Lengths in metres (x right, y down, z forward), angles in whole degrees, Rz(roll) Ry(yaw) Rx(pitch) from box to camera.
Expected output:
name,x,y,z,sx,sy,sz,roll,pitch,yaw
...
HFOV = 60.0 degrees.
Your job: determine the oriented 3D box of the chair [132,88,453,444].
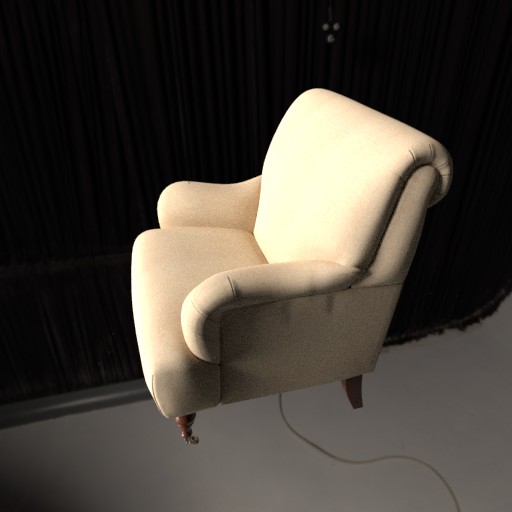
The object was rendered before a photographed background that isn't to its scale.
name,x,y,z,sx,sy,sz,roll,pitch,yaw
chair,0.000,0.000,1.492,0.842,0.944,0.766,-8,32,-14
